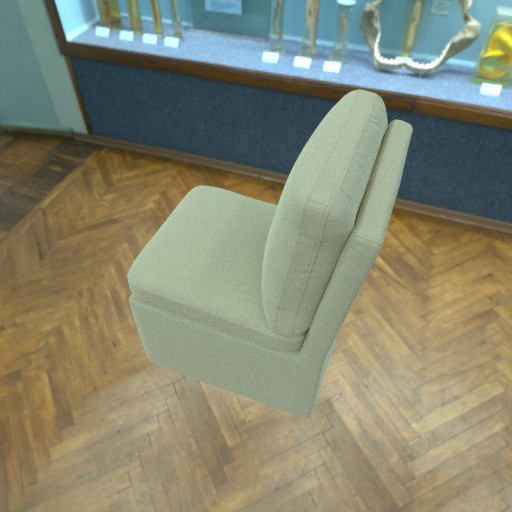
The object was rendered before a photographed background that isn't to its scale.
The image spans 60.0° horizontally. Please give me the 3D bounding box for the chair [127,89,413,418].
[{"bbox_3d":[0.000,0.000,1.359,0.698,0.927,0.503,16,49,14],"label":"chair"}]
